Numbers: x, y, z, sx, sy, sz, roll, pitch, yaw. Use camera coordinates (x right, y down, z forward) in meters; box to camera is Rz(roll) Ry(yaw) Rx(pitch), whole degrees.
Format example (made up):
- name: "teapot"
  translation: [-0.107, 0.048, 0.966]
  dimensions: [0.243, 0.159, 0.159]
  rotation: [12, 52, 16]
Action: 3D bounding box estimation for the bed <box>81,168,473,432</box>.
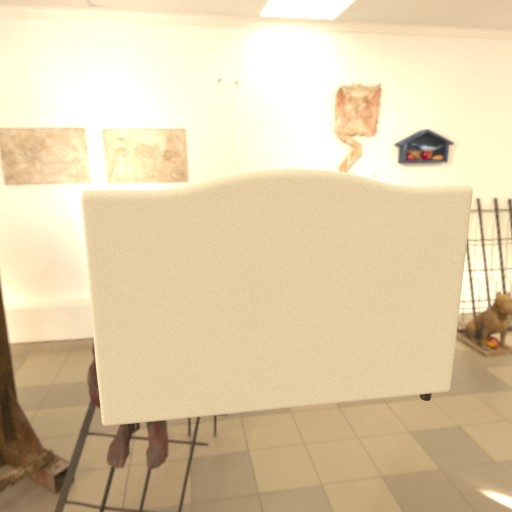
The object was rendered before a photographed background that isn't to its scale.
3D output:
- name: "bed"
  translation: [0.000, 0.000, 3.449]
  dimensions: [2.083, 1.421, 2.182]
  rotation: [-2, 14, -10]
